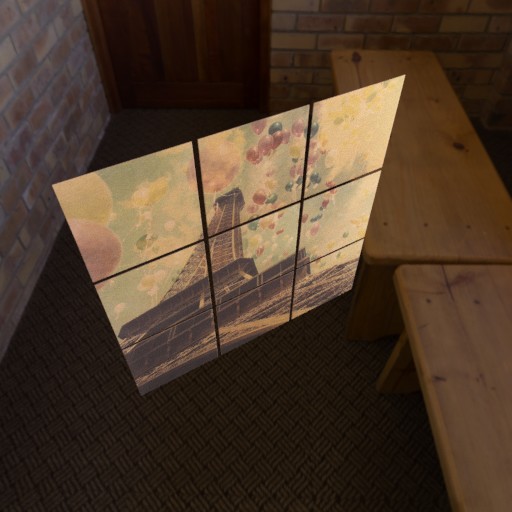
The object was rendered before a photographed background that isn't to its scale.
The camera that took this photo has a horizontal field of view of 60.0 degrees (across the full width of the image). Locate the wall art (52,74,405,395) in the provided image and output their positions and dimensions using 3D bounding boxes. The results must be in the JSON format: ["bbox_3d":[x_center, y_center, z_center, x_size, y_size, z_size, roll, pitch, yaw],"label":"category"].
[{"bbox_3d":[0.000,0.000,2.232,1.517,1.505,0.002,-23,52,-20],"label":"wall art"}]
